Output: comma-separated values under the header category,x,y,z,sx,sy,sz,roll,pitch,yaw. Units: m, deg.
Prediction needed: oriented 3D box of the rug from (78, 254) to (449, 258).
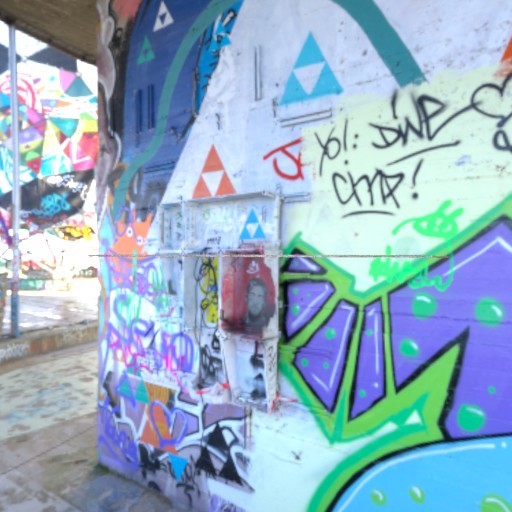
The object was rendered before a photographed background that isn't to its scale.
category,x,y,z,sx,sy,sz,roll,pitch,yaw
rug,0.000,0.000,2.885,2.378,0.018,1.324,0,0,37
